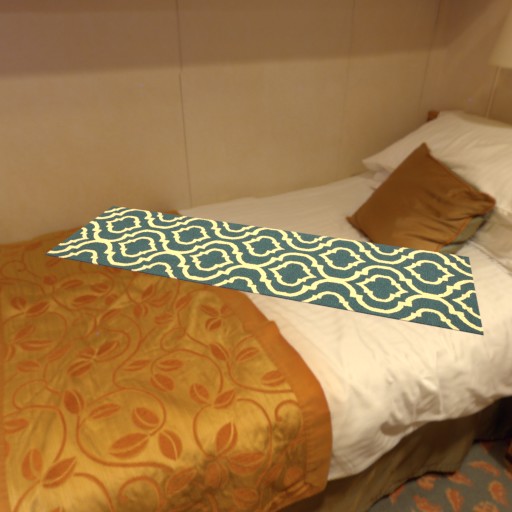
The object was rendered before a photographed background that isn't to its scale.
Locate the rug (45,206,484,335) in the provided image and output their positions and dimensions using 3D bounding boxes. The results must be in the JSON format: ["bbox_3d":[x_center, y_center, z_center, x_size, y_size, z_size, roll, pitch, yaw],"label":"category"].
[{"bbox_3d":[0.000,0.000,2.508,2.296,0.006,0.685,9,32,15],"label":"rug"}]
